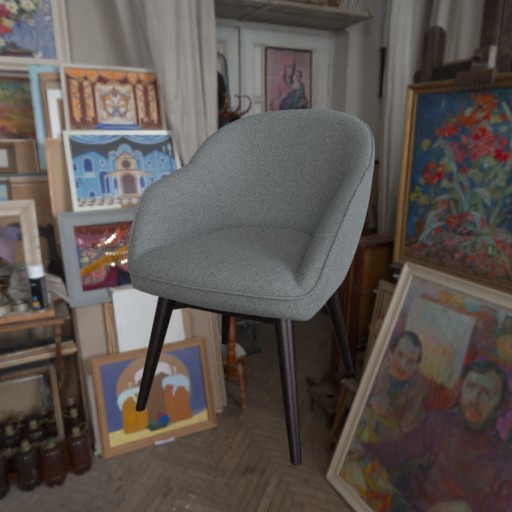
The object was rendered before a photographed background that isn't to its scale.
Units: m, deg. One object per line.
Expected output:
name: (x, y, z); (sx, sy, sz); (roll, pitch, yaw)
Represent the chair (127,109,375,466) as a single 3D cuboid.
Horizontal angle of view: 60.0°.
chair: (0.000, 0.000, 1.236); (0.589, 0.810, 0.611); (7, 16, 26)
